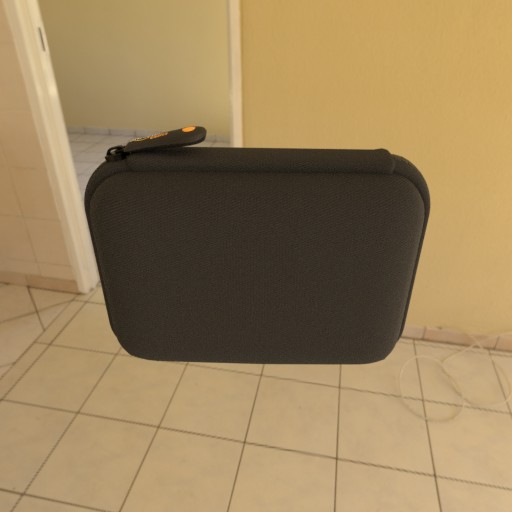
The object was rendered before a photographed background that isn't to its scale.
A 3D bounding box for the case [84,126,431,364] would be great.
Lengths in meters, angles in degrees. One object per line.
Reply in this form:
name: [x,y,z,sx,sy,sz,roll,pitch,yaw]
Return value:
case: [0.000,0.000,0.183,0.132,0.105,0.038,1,31,1]
